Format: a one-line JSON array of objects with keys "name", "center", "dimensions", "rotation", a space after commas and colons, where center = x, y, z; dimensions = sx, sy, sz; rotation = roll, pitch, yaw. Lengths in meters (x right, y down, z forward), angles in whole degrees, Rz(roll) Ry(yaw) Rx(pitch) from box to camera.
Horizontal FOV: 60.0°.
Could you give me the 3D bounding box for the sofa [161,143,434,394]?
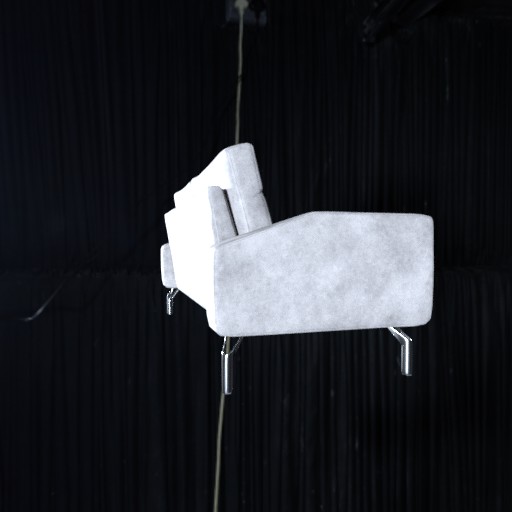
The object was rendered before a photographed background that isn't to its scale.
[{"name": "sofa", "center": [0.000, 0.000, 2.395], "dimensions": [0.849, 0.859, 1.837], "rotation": [0, 2, -17]}]
